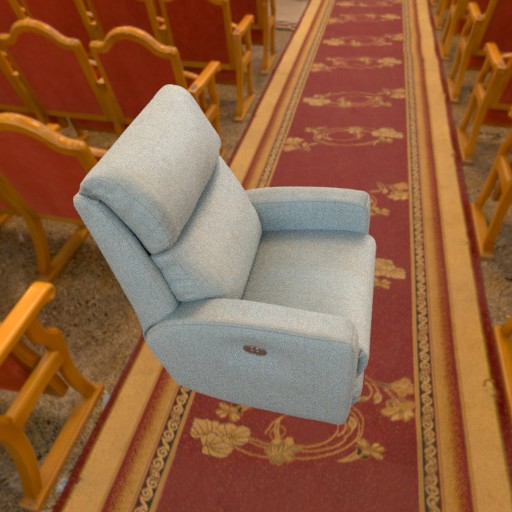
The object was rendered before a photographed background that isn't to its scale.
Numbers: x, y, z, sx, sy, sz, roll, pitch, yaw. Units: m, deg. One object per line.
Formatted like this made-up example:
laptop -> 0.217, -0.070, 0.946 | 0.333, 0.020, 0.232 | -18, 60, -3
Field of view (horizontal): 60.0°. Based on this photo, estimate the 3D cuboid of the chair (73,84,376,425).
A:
chair -> 0.000, 0.000, 1.653 | 0.940, 1.016, 0.794 | 10, 46, 9
